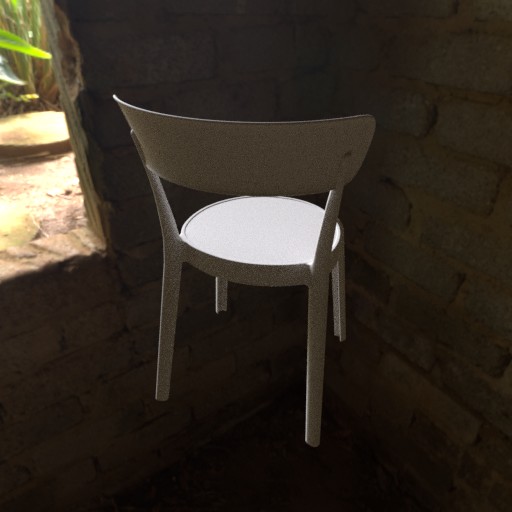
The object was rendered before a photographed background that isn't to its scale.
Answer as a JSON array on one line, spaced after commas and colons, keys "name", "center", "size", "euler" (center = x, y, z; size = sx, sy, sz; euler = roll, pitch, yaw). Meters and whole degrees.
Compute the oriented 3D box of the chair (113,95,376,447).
[{"name": "chair", "center": [0.000, 0.000, 1.101], "size": [0.506, 0.790, 0.491], "euler": [10, 33, 16]}]
